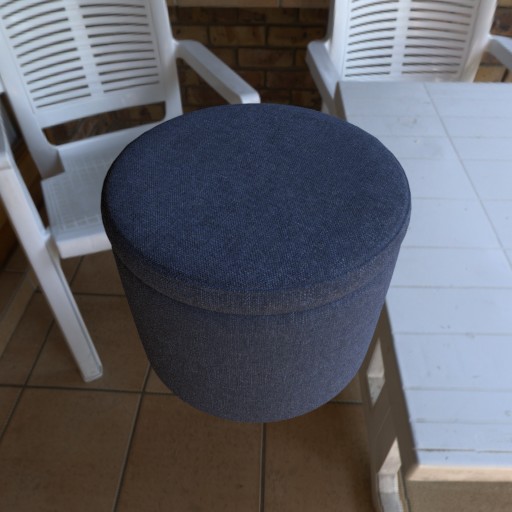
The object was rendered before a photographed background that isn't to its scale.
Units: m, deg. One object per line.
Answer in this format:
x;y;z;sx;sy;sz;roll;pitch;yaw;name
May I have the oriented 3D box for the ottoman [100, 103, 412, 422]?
0.000;0.000;0.886;0.520;0.430;0.520;0;46;0;ottoman
